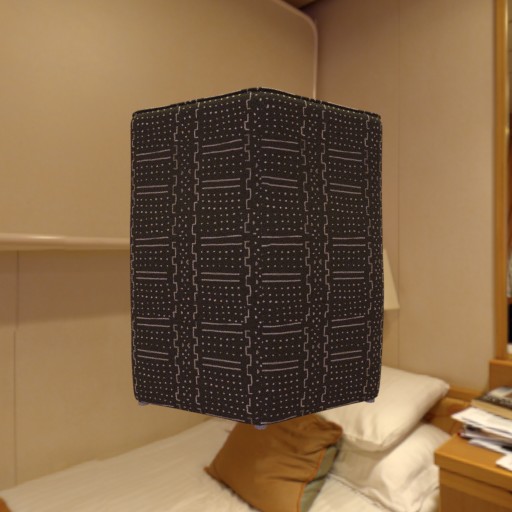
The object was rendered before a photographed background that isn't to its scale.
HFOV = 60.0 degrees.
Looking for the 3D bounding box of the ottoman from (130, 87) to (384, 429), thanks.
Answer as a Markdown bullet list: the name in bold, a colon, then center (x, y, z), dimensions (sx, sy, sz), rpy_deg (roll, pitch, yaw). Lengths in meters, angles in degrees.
- **ottoman**: center (0.000, 0.000, 0.871), dimensions (0.443, 0.502, 0.494), rpy_deg (0, 0, -2)
